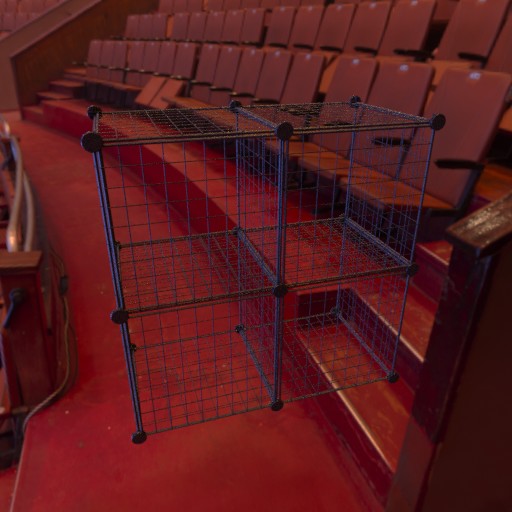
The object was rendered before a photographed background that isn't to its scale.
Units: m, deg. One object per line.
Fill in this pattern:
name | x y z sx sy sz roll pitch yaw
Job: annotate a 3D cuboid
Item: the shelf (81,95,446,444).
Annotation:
shelf | 0.000 0.000 1.122 0.711 0.711 0.356 -8 27 -16
